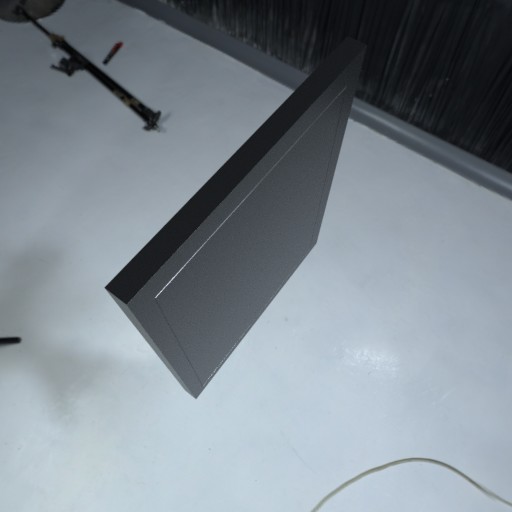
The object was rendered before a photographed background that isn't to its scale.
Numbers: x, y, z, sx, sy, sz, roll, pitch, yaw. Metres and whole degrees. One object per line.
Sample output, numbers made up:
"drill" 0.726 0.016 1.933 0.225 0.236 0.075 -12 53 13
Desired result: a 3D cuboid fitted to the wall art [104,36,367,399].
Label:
"wall art" 0.000 0.000 0.765 0.031 0.558 0.461 33 68 16
